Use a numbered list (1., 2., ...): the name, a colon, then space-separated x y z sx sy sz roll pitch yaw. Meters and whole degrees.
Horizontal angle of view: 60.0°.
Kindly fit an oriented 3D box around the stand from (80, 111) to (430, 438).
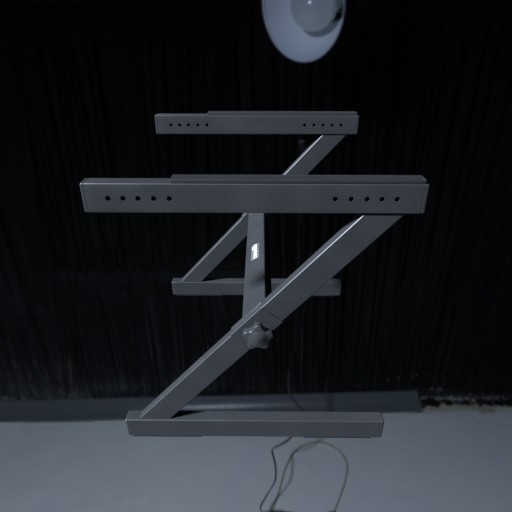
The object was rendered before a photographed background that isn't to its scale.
1. stand: 0.000 0.000 1.151 0.586 0.617 0.700 0 28 0
